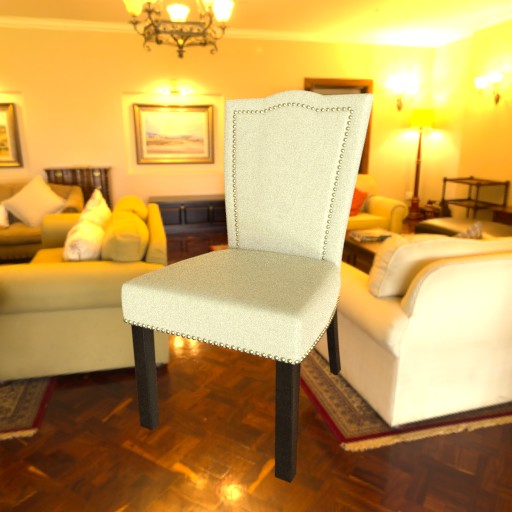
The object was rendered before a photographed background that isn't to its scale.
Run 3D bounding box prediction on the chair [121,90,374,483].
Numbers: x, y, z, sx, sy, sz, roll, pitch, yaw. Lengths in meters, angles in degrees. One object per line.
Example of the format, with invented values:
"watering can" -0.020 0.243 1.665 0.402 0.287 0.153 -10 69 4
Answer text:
"chair" 0.000 0.000 1.280 0.518 0.946 0.589 8 17 27
